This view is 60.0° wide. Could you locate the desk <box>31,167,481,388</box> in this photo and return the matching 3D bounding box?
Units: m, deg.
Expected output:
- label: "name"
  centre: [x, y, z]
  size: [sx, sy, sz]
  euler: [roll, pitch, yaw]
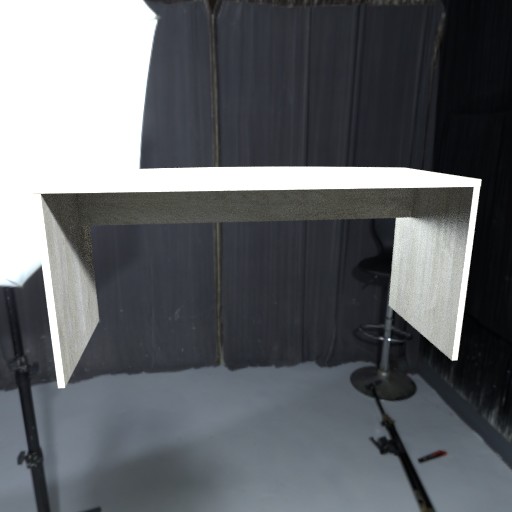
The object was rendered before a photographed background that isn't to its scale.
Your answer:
- label: "desk"
  centre: [0.000, 0.000, 2.042]
  size: [1.600, 0.752, 0.802]
  euler: [-2, 15, -7]
